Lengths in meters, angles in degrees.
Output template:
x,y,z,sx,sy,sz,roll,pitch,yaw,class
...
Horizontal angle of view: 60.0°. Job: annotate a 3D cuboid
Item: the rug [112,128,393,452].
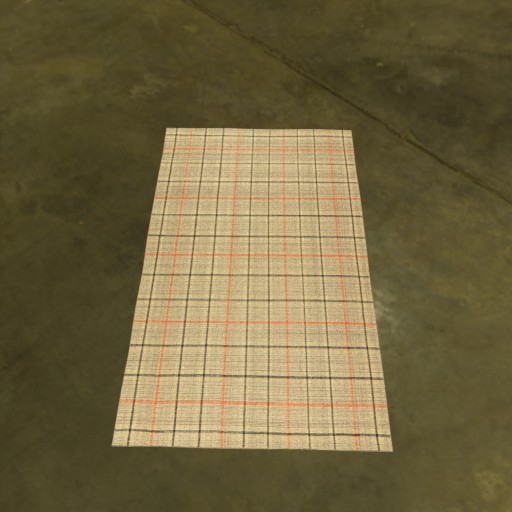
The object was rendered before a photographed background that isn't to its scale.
x,y,z,sx,sy,sz,roll,pitch,yaw,class
0.000,0.000,3.025,1.524,0.015,2.439,1,59,1,rug
